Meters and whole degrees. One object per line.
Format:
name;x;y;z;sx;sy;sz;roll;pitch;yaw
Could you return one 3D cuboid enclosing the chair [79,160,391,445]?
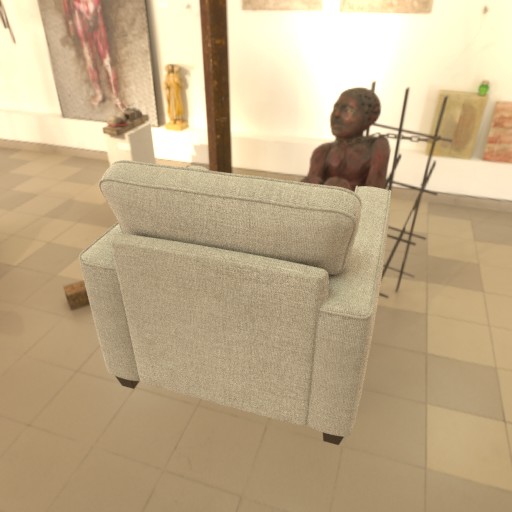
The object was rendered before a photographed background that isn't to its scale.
chair;0.000;0.000;1.836;1.015;0.965;0.939;10;34;15
